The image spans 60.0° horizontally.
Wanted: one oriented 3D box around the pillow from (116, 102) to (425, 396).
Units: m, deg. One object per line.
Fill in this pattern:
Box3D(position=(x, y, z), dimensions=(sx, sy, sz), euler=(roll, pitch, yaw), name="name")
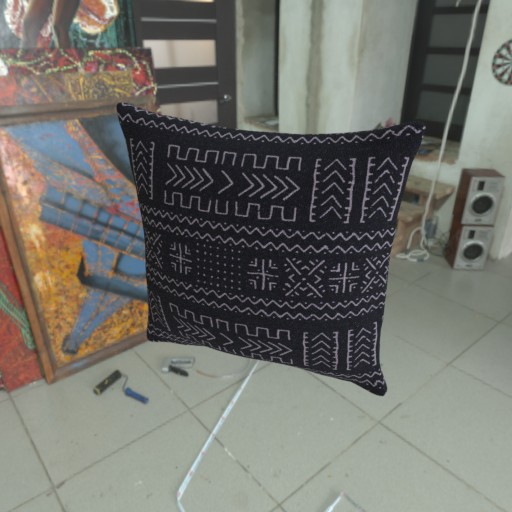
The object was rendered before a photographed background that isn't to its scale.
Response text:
Box3D(position=(0.000, 0.000, 0.677), dimensions=(0.438, 0.430, 0.164), euler=(9, 27, 18), name="pillow")
